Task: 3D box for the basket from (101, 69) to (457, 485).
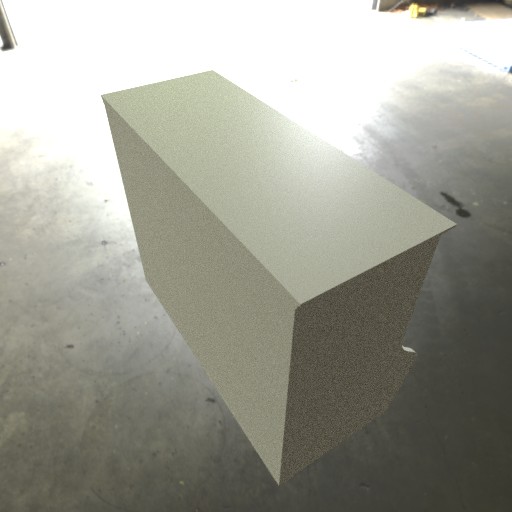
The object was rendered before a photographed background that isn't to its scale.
[{"bbox_3d":[0.000,0.000,1.102,0.376,0.625,0.792,-24,47,-24],"label":"basket"}]
